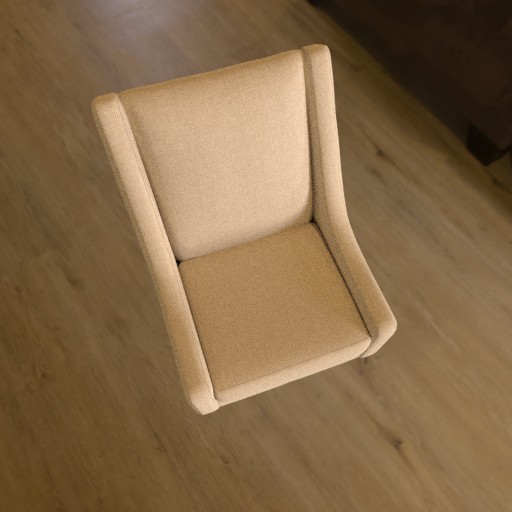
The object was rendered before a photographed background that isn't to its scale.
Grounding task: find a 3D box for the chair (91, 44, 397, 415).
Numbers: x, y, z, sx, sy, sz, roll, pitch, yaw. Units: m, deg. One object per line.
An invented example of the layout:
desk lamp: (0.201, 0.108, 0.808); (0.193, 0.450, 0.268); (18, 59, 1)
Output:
chair: (0.000, 0.000, 1.622); (0.774, 1.014, 0.870); (-17, 65, -8)
